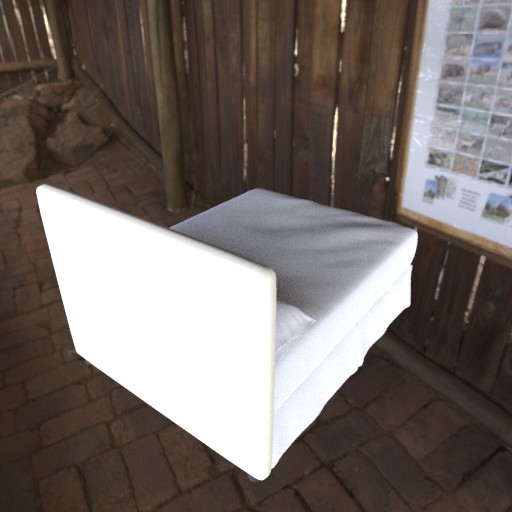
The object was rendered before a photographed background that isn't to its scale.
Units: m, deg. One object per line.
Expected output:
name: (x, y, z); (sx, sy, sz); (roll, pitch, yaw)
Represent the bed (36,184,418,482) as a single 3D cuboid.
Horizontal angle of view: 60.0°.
bed: (0.000, 0.000, 3.163); (1.714, 1.330, 2.147); (20, 35, 32)
